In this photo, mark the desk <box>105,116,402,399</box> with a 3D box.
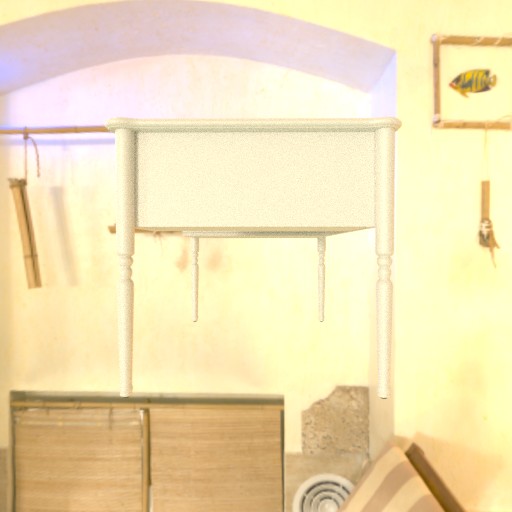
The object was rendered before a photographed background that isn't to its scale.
[{"bbox_3d":[0.000,0.000,1.856,0.807,0.762,1.380,0,1,1],"label":"desk"}]
